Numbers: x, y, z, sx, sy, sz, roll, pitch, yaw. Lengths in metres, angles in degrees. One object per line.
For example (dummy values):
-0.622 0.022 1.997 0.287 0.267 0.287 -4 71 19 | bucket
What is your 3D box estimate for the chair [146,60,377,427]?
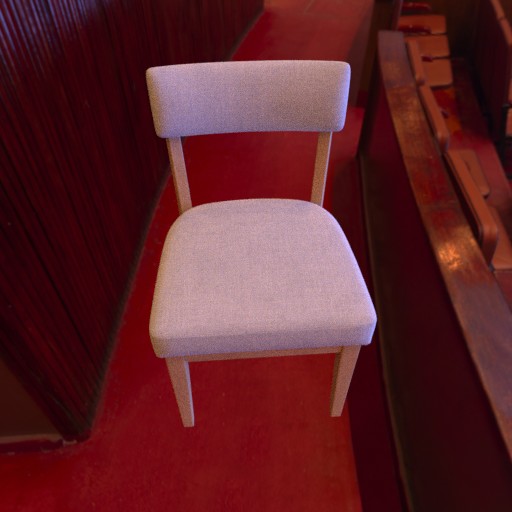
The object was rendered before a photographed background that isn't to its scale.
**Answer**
0.000 0.000 1.184 0.508 0.832 0.572 -3 46 -3 | chair
